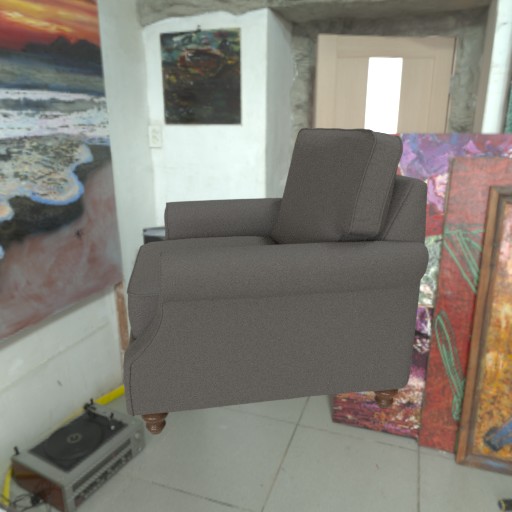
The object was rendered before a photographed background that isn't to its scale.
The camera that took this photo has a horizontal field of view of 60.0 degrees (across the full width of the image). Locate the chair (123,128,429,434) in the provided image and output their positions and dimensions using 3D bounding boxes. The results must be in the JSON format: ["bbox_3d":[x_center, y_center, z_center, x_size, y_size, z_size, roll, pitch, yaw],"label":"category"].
[{"bbox_3d":[0.000,0.000,1.744,0.966,0.967,1.029,-3,17,-9],"label":"chair"}]
